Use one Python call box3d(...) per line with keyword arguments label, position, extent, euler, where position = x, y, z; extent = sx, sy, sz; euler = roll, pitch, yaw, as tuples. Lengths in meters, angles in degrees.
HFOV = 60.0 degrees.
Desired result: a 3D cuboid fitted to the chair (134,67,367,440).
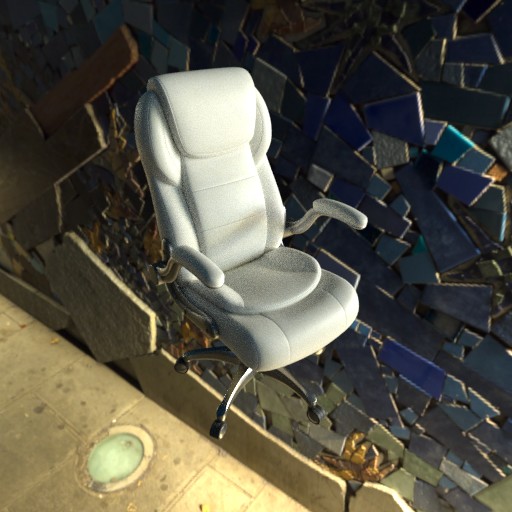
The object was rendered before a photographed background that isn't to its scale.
box3d(label="chair", position=(0.000, 0.000, 1.796), extent=(0.755, 1.330, 0.806), euler=(-21, 37, -31))
